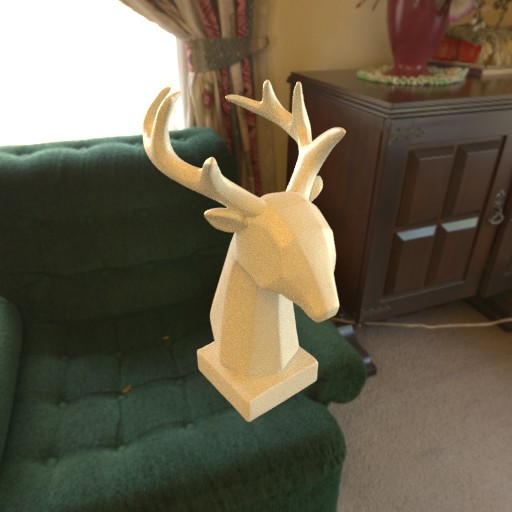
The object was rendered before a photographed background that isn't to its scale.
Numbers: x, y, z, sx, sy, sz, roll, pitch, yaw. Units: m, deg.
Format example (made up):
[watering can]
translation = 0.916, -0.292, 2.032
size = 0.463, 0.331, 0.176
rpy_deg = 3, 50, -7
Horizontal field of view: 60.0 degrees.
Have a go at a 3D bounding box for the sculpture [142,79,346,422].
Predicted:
[sculpture]
translation = 0.000, 0.000, 0.457
size = 0.174, 0.329, 0.224
rpy_deg = -21, 35, -32
